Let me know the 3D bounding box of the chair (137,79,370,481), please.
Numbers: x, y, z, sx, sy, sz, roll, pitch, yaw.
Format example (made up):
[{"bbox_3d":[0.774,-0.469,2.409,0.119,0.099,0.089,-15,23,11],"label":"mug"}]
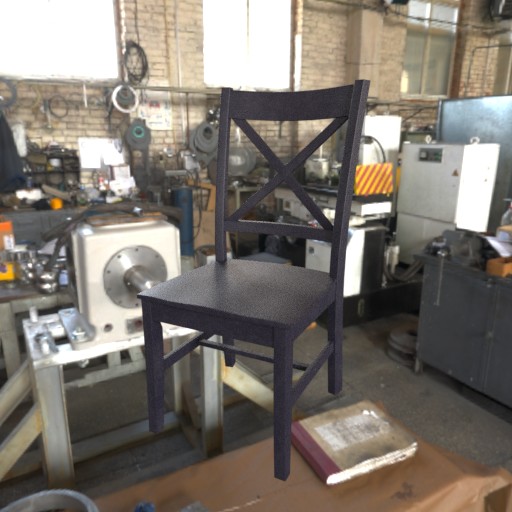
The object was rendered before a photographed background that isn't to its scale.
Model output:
[{"bbox_3d":[0.000,0.000,1.291,0.485,0.983,0.542,8,17,26],"label":"chair"}]
